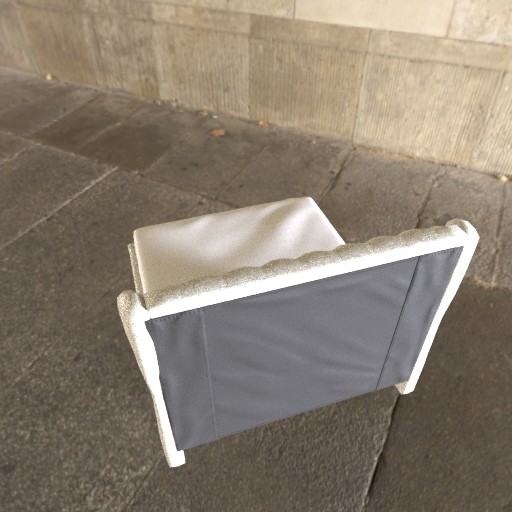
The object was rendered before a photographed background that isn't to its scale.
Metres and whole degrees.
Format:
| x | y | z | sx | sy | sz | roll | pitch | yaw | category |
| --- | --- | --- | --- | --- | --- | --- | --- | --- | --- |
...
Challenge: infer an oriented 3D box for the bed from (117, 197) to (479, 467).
| x | y | z | sx | sy | sz | roll | pitch | yaw | category |
| --- | --- | --- | --- | --- | --- | --- | --- | --- | --- |
| 0.000 | 0.000 | 3.860 | 2.219 | 1.771 | 2.347 | -12 | 43 | -13 | bed |
